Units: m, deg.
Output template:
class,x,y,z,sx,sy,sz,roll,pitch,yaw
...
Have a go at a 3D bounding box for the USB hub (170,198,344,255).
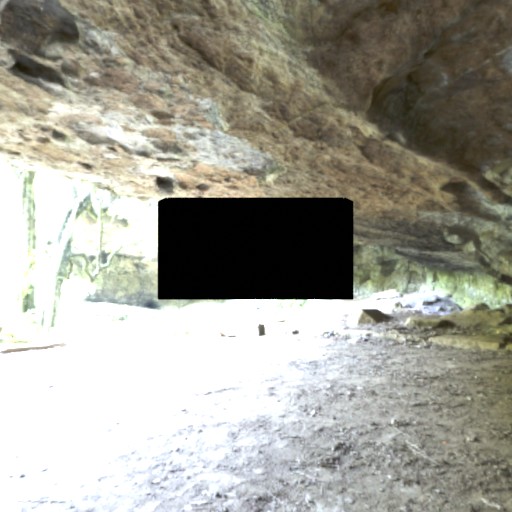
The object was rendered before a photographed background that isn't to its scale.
class,x,y,z,sx,sy,sz,roll,pitch,yaw
USB hub,0.000,0.000,0.157,0.044,0.023,0.145,0,-2,0
